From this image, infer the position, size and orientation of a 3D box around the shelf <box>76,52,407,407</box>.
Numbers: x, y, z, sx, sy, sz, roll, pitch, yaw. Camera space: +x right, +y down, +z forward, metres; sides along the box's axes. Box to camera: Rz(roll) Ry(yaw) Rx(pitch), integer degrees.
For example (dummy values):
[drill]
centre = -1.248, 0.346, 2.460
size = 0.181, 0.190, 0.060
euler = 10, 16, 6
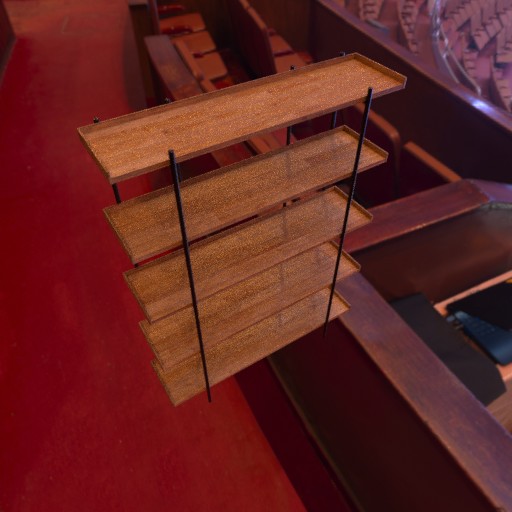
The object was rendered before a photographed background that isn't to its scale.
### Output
[shelf]
centre = 0.000, 0.000, 2.449
size = 1.371, 1.826, 0.379
euler = -24, 50, -22
